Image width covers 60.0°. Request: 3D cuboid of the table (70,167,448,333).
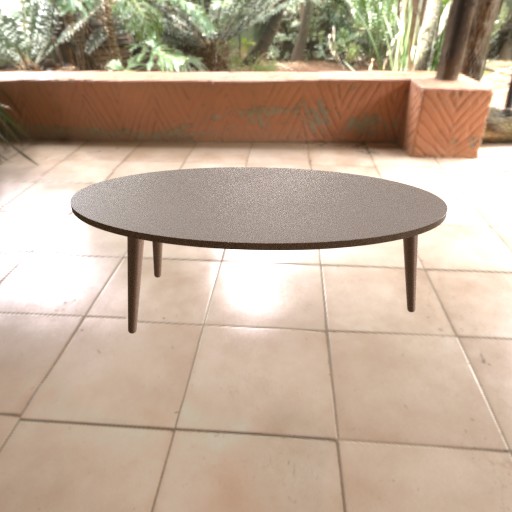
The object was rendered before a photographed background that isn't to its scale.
[{"bbox_3d":[0.000,0.000,1.390,1.083,0.390,0.542,2,31,3],"label":"table"}]
